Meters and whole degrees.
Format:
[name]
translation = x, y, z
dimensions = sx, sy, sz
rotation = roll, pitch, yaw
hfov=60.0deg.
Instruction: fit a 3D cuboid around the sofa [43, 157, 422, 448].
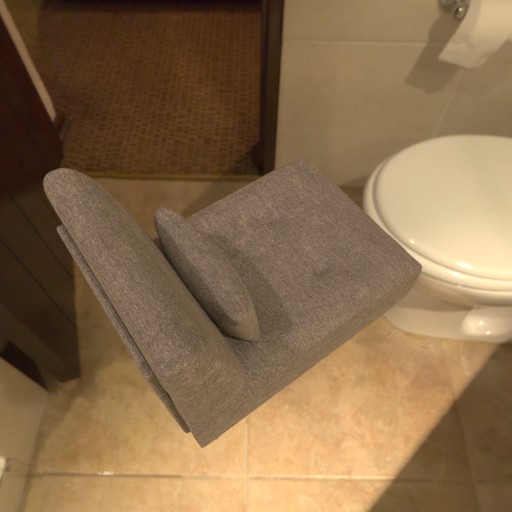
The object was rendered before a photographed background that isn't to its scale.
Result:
[sofa]
translation = 0.000, 0.000, 1.510
dimensions = 1.000, 0.820, 0.700
rotation = -31, 63, -18
